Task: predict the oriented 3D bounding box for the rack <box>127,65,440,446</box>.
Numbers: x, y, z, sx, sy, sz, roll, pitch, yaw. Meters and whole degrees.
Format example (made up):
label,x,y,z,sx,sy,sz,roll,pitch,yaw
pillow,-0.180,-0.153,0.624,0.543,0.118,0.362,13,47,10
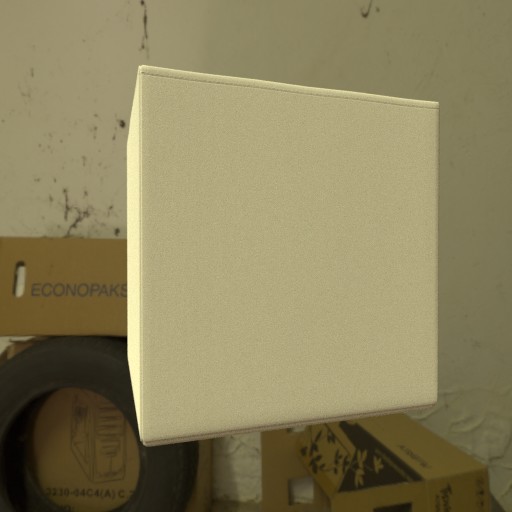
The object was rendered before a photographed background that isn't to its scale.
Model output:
label,x,y,z,sx,sy,sz,roll,pitch,yaw
rack,0.000,0.000,0.488,0.270,0.280,0.270,0,1,-18
